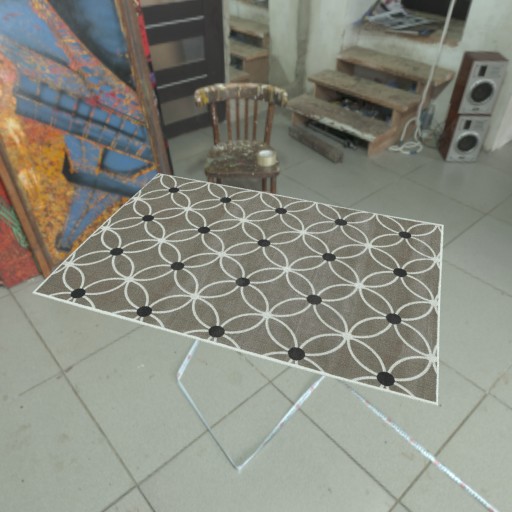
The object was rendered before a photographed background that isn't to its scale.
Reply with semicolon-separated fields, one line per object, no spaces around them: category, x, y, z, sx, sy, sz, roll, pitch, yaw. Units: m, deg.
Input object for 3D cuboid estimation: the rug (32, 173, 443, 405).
rug;0.000;0.000;2.872;2.284;0.008;1.522;12;41;15
